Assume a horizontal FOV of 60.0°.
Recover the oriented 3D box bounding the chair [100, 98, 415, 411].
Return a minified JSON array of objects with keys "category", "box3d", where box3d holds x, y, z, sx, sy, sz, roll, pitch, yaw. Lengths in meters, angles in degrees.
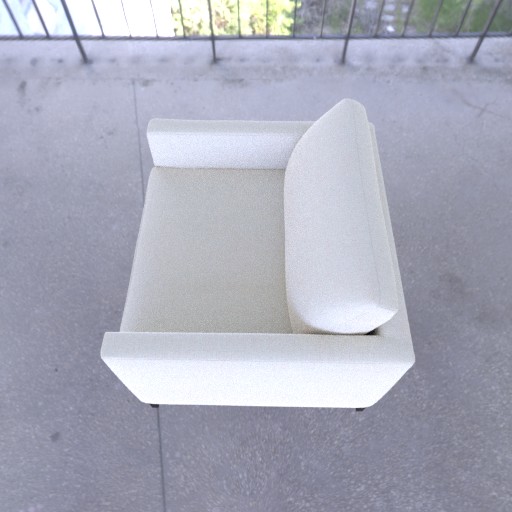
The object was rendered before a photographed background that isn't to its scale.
[{"category":"chair","box3d":[0.000,0.000,1.606,0.875,0.806,0.964,1,58,1]}]
